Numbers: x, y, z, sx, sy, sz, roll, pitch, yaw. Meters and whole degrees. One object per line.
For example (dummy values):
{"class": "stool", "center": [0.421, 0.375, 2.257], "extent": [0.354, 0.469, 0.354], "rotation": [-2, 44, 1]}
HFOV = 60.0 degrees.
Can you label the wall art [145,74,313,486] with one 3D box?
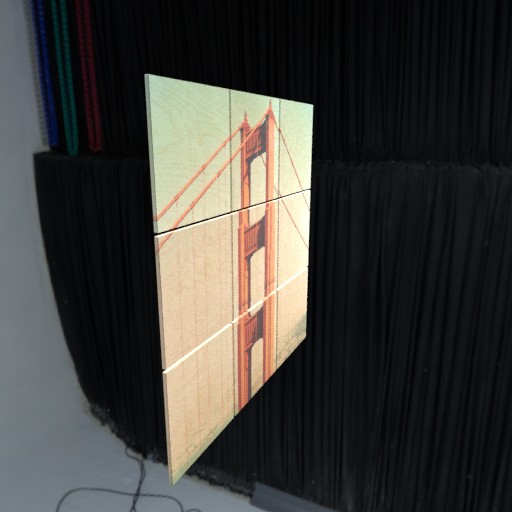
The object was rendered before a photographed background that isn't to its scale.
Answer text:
{"class": "wall art", "center": [0.000, 0.000, 1.776], "extent": [0.013, 1.219, 1.214], "rotation": [7, 17, 25]}
